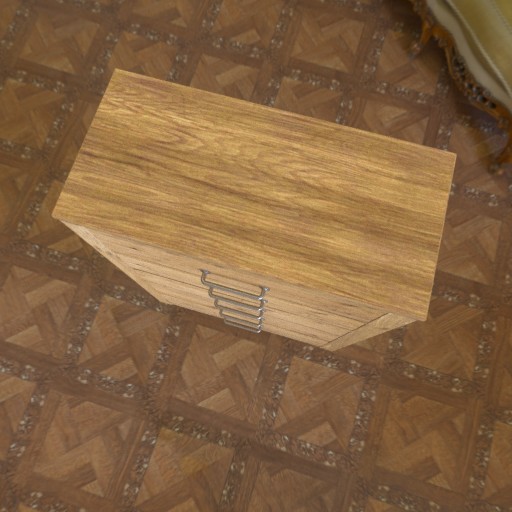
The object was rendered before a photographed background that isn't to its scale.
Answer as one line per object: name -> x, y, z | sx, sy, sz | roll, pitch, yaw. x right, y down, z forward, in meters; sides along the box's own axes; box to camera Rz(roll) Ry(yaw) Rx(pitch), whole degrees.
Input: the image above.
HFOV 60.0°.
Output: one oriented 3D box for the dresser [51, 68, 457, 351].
dresser -> 0.000, 0.000, 1.967 | 1.081, 1.431, 0.558 | 16, 75, 4
